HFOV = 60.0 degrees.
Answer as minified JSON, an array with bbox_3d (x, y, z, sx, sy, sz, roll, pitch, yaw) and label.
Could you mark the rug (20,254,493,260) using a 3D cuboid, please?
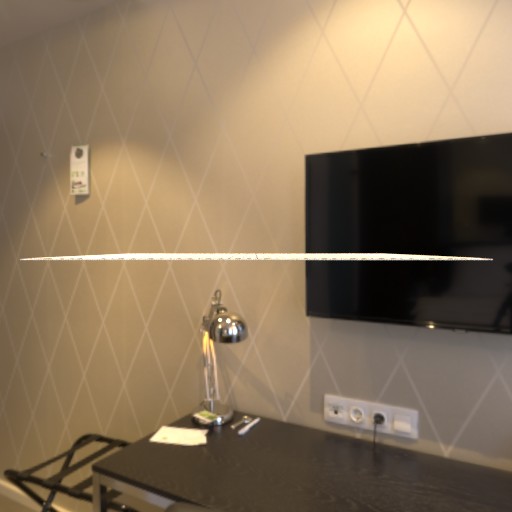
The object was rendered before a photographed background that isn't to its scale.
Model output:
[{"bbox_3d":[0.000,0.000,2.031,1.556,0.006,1.146,0,1,0],"label":"rug"}]
